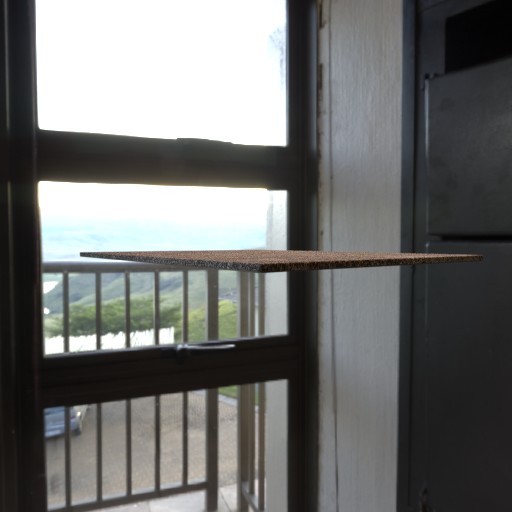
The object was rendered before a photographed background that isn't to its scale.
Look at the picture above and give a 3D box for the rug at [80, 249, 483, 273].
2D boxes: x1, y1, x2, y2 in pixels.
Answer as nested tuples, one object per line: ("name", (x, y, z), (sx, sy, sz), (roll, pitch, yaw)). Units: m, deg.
("rug", (0.000, 0.000, 2.143), (1.198, 0.025, 1.601), (-1, 2, -38))
